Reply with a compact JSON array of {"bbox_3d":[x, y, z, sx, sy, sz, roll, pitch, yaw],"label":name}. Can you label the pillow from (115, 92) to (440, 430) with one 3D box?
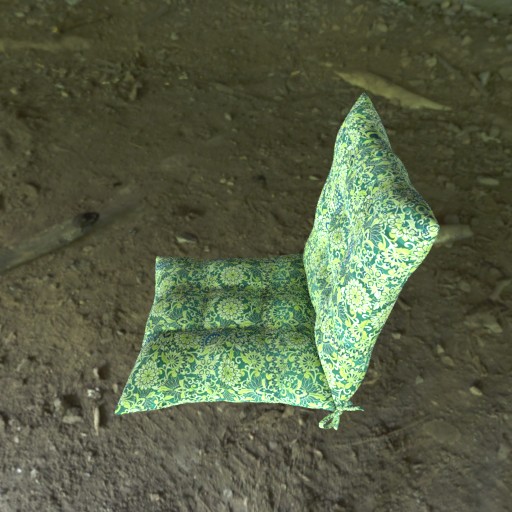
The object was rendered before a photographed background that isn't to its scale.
[{"bbox_3d":[0.000,0.000,0.966,0.585,0.536,0.541,0,41,0],"label":"pillow"}]
